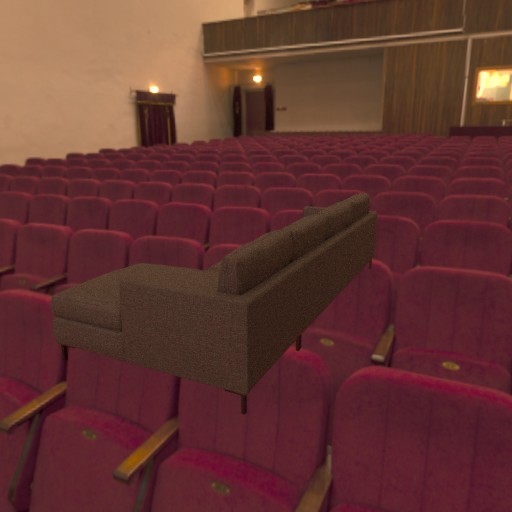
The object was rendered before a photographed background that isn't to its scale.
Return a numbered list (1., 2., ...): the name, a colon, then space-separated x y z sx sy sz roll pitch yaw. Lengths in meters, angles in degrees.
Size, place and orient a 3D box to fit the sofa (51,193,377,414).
1. sofa: 0.000 0.000 3.982 1.483 0.892 3.221 7 17 26
